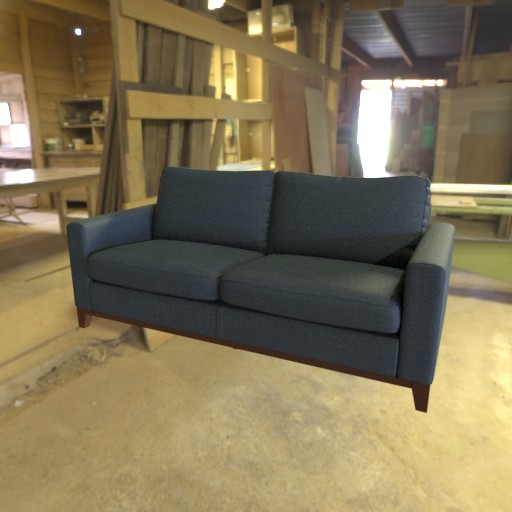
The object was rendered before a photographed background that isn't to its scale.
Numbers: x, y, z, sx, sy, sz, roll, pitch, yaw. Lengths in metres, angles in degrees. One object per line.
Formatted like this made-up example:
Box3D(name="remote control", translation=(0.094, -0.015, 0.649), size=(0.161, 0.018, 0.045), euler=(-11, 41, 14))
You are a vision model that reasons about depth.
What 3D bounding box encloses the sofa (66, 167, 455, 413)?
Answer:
Box3D(name="sofa", translation=(0.000, 0.000, 2.375), size=(1.900, 0.865, 0.877), euler=(7, 17, 25))
